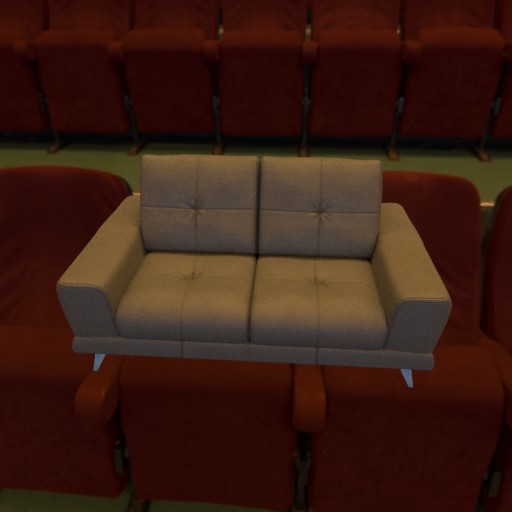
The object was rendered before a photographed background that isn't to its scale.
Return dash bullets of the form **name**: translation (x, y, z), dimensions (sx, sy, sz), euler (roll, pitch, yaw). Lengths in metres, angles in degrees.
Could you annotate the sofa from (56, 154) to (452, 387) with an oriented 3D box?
- **sofa**: translation (0.000, 0.000, 2.413), dimensions (1.806, 0.907, 1.018), euler (2, 31, 3)
